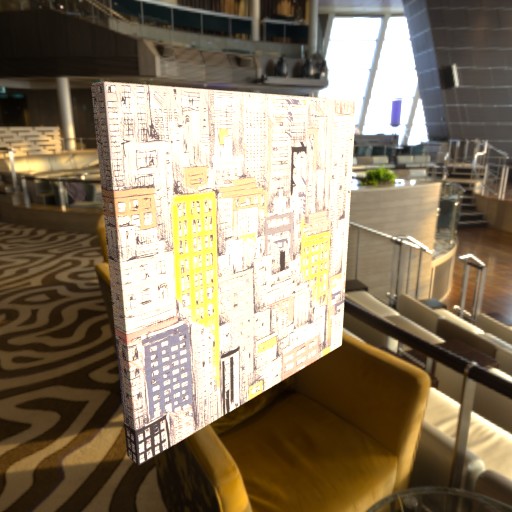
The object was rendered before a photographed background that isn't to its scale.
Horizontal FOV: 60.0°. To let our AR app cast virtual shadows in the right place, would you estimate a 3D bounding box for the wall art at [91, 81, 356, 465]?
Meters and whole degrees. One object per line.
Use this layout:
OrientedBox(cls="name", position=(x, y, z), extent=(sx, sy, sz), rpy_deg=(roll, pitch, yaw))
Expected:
OrientedBox(cls="wall art", position=(0.000, 0.000, 0.883), extent=(0.038, 0.608, 0.607), rpy_deg=(15, 22, 42))
